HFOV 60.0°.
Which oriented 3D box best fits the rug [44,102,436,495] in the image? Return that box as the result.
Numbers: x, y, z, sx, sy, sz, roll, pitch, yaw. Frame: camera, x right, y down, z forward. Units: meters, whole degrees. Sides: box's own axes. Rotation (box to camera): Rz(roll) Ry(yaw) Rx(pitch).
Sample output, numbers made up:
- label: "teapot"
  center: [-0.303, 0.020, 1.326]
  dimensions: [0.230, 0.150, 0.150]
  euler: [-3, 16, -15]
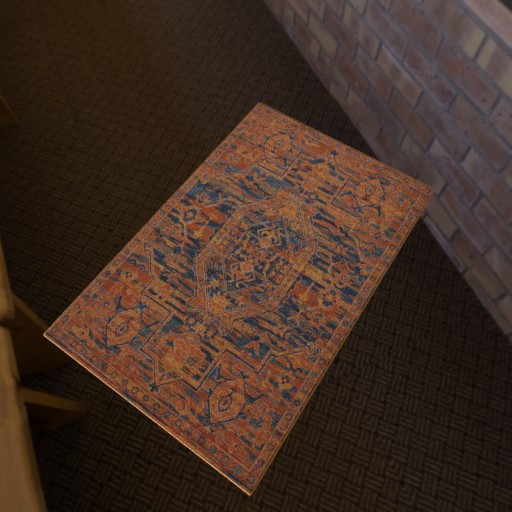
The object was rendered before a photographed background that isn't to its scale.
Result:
- label: "rug"
  center: [0.000, 0.000, 2.201]
  dimensions: [1.148, 0.013, 1.758]
  euler: [31, 67, 15]
